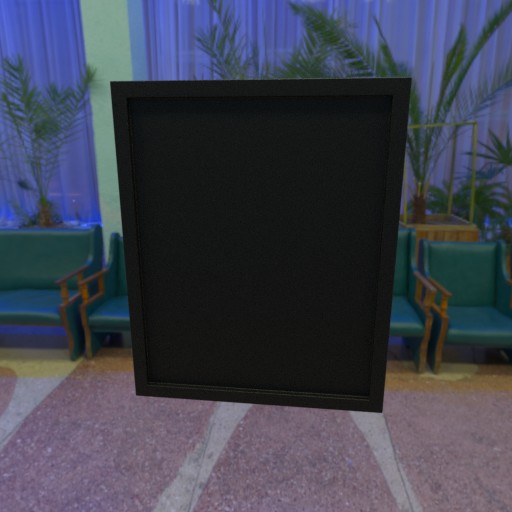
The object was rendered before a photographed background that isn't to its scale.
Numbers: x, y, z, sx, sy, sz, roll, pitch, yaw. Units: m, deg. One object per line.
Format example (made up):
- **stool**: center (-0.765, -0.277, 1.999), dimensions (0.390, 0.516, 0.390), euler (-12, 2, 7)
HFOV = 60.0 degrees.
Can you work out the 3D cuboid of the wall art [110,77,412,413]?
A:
- **wall art**: center (0.000, 0.000, 0.753), dimensions (0.457, 0.559, 0.028), euler (2, 16, 7)
